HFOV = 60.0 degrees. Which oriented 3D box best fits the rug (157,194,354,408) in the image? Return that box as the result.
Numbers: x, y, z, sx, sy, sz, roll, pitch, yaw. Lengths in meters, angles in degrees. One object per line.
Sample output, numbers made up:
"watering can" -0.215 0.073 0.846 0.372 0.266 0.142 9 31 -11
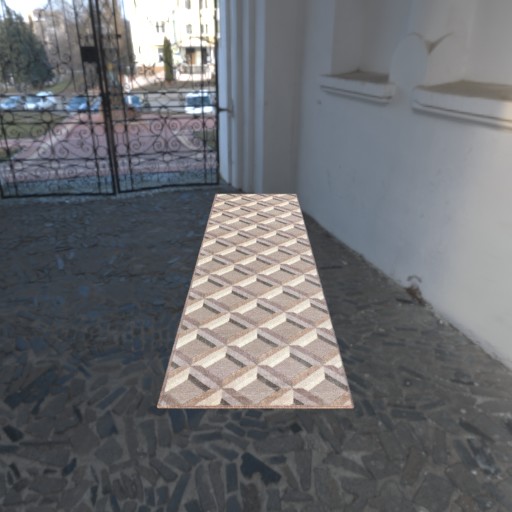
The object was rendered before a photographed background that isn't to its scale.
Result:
"rug" 0.000 0.000 2.628 0.685 0.013 2.437 0 25 0
